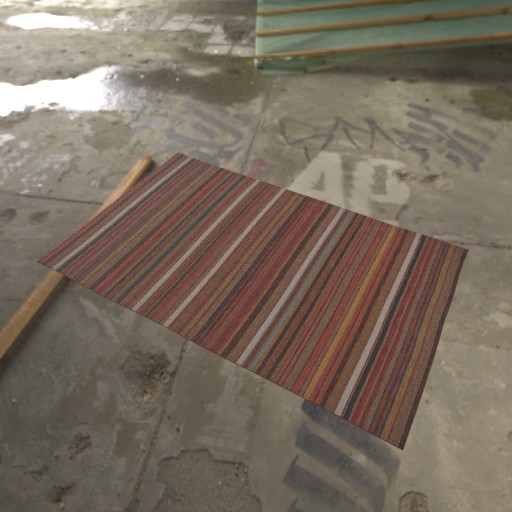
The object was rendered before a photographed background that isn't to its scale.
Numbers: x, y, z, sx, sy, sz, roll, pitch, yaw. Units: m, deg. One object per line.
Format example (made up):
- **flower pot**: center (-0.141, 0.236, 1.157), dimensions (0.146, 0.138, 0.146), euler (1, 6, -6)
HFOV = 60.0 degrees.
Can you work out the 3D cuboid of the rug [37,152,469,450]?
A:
- **rug**: center (0.000, 0.000, 2.935), dimensions (2.438, 0.008, 1.523), euler (22, 49, 21)
